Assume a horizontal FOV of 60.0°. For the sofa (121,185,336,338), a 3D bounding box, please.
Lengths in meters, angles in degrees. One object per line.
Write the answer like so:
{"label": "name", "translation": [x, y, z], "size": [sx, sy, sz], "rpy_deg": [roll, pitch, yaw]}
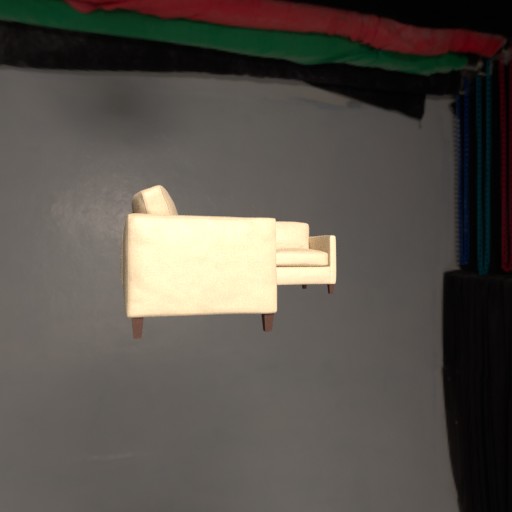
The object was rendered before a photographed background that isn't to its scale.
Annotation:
{"label": "sofa", "translation": [0.000, 0.000, 4.446], "size": [2.593, 0.947, 3.302], "rpy_deg": [0, 0, -17]}
